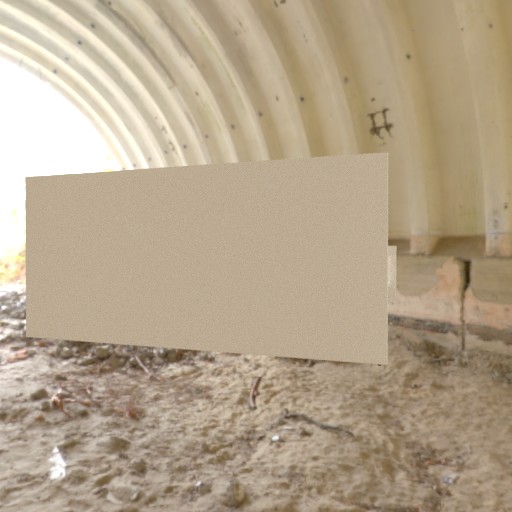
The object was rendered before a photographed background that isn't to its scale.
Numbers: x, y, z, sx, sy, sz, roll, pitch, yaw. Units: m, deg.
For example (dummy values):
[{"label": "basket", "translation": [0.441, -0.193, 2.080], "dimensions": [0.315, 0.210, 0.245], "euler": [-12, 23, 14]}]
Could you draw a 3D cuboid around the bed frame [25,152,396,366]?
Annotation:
[{"label": "bed frame", "translation": [0.000, 0.000, 2.900], "dimensions": [1.720, 0.800, 2.060], "euler": [0, 1, 18]}]
